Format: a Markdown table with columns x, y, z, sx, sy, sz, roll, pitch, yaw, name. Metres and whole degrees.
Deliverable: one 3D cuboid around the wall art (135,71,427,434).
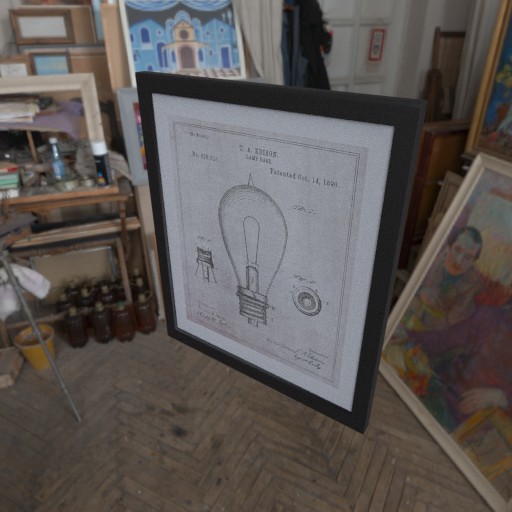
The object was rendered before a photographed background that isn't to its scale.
| x | y | z | sx | sy | sz | roll | pitch | yaw | name |
| --- | --- | --- | --- | --- | --- | --- | --- | --- | --- |
| 0.000 | 0.000 | 0.696 | 0.430 | 0.509 | 0.021 | 19 | 34 | 30 | wall art |
